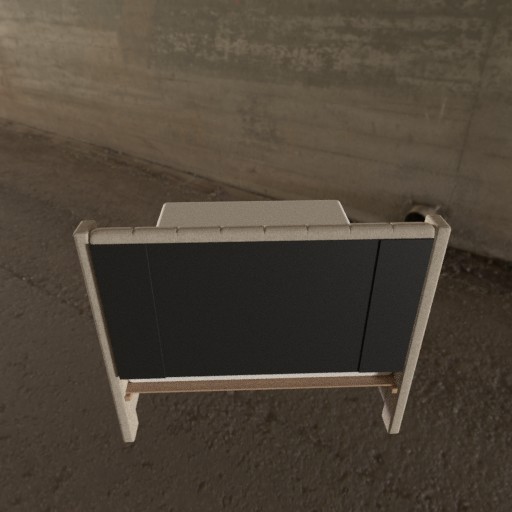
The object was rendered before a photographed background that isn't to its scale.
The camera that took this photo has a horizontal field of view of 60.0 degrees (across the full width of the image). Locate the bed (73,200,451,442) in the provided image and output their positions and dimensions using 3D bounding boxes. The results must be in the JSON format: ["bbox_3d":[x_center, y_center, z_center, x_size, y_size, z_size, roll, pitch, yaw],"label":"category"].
[{"bbox_3d":[0.000,0.000,3.807,2.045,1.743,2.370,-1,31,-2],"label":"bed"}]
